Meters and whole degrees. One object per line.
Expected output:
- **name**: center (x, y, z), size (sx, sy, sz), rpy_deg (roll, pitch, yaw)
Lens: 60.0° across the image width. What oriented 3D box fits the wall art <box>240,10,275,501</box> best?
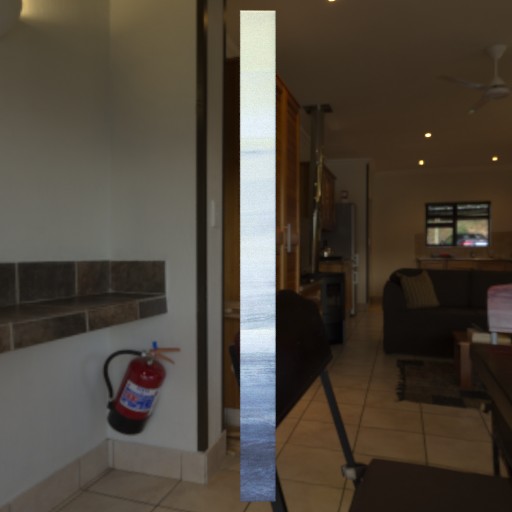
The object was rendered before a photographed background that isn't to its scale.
- **wall art**: center (0.000, 0.000, 0.679), size (0.037, 0.511, 0.435), rpy_deg (0, 0, -1)
